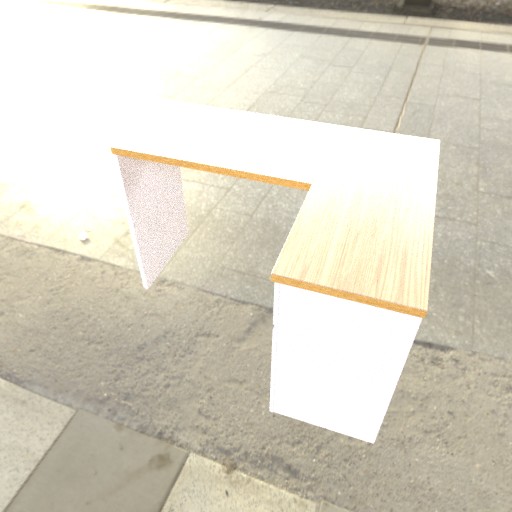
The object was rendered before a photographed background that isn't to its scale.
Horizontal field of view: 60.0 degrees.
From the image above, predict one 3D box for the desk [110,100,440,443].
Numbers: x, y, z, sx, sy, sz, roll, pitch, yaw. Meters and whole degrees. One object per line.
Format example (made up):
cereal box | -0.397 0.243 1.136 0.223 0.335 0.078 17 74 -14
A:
desk | 0.000 0.000 1.760 1.170 0.760 0.900 13 44 14
